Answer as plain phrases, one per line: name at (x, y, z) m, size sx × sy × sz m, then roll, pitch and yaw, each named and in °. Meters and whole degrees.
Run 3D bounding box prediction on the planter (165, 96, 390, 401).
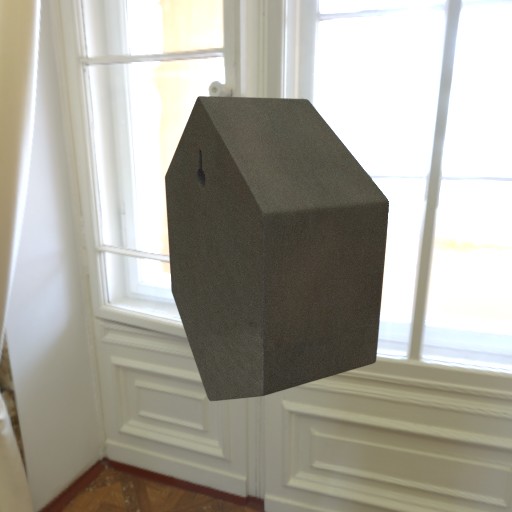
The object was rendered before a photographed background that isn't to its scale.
planter at (0.000, 0.000, 0.306) m, size 0.077 × 0.206 × 0.169 m, roll -8°, pitch 18°, yaw -25°
